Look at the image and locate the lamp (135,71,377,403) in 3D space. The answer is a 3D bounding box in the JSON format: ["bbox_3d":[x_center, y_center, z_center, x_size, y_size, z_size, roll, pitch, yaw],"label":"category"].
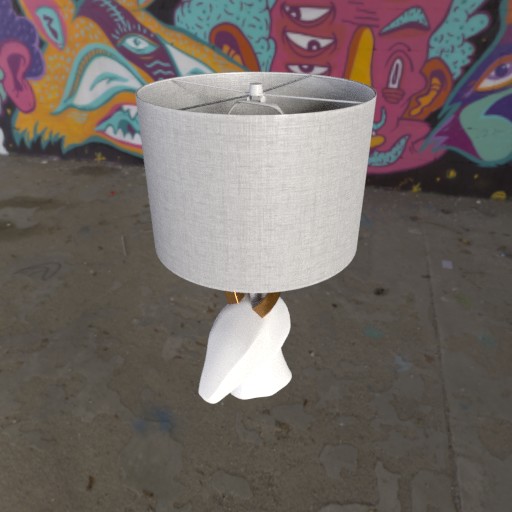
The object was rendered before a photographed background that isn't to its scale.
[{"bbox_3d":[0.000,0.000,0.686,0.298,0.503,0.298,19,35,29],"label":"lamp"}]
